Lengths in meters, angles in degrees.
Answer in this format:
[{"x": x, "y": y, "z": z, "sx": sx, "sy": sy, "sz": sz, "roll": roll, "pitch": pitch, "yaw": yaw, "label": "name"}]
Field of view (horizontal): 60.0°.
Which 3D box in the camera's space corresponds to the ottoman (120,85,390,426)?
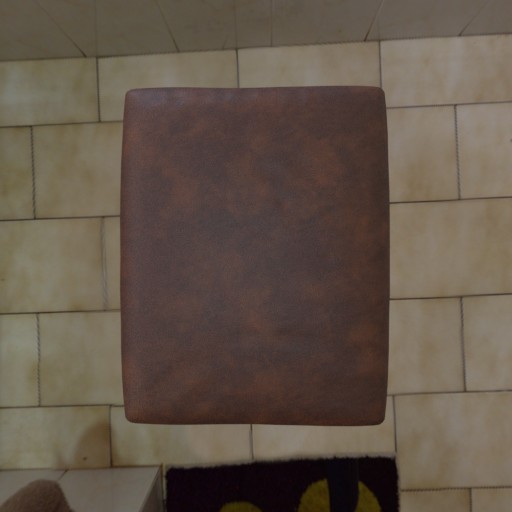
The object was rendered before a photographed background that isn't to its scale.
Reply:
[{"x": 0.000, "y": 0.000, "z": 1.131, "sx": 0.586, "sy": 0.486, "sz": 0.742, "roll": 0, "pitch": 90, "yaw": 1, "label": "ottoman"}]
